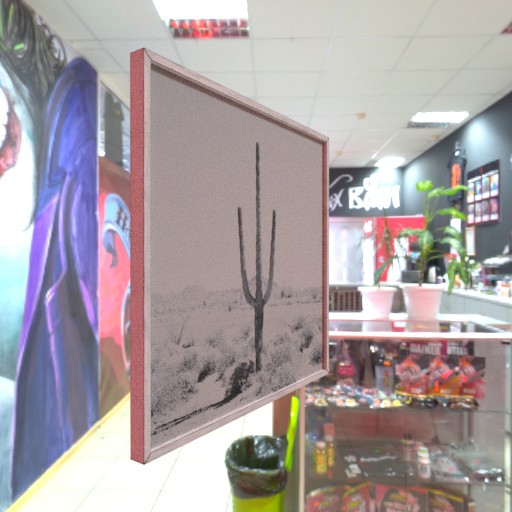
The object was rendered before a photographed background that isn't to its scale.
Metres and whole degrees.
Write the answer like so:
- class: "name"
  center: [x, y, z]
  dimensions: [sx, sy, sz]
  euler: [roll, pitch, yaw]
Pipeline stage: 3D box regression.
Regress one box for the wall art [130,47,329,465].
- class: "wall art"
  center: [0.000, 0.000, 1.130]
  dimensions: [0.038, 0.762, 0.762]
  euler: [0, 0, 35]
